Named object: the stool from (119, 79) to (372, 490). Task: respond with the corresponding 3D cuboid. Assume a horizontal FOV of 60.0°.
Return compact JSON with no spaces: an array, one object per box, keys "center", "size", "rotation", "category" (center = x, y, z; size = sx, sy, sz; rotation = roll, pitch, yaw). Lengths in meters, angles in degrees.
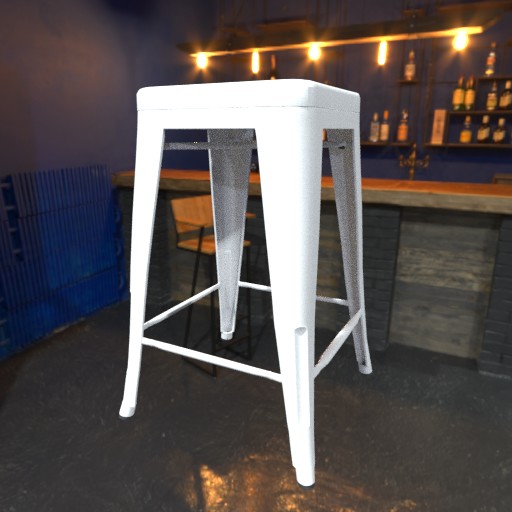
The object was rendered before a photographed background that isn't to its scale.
[{"center":[0.000,0.000,0.869],"size":[0.406,0.610,0.406],"rotation":[8,18,27],"category":"stool"}]
